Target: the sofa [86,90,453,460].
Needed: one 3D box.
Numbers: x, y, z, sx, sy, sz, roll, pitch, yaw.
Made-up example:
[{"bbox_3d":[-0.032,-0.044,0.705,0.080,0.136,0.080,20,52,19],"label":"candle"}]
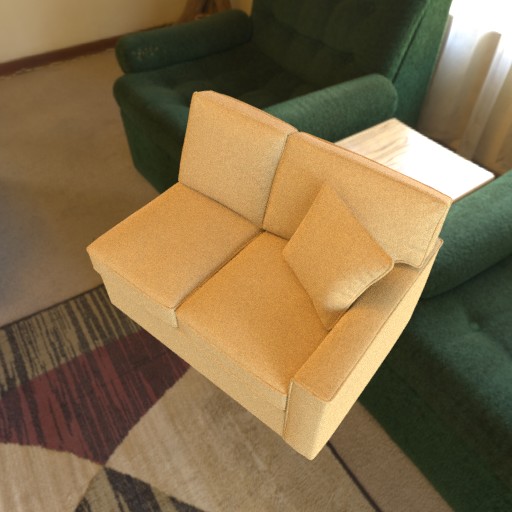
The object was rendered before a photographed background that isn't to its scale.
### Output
[{"bbox_3d":[0.000,0.000,2.110,1.388,0.989,0.991,31,54,25],"label":"sofa"}]
